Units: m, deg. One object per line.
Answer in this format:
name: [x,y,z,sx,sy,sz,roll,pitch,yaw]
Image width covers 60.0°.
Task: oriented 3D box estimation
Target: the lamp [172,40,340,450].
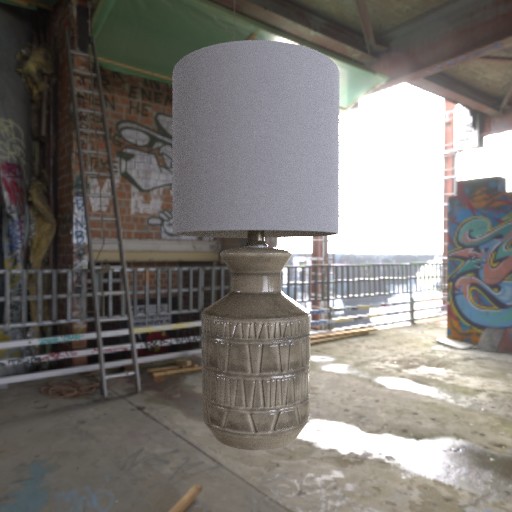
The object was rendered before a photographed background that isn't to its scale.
lamp: [0.000,0.000,0.571,0.211,0.455,0.211,0,0,-18]
